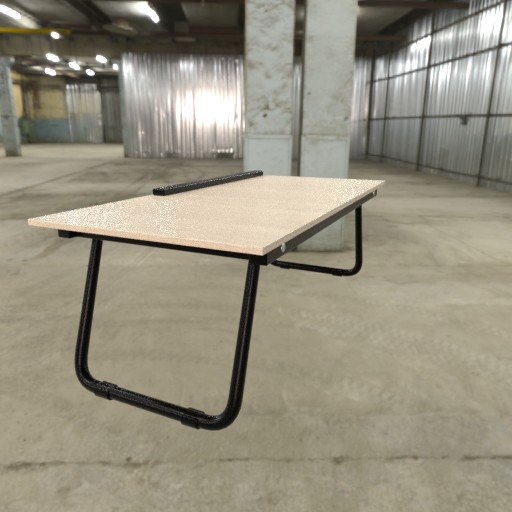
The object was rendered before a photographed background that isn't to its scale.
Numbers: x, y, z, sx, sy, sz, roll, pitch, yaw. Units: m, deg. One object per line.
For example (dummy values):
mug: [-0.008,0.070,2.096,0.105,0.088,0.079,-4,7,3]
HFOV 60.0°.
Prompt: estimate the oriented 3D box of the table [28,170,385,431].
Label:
table: [0.000,0.000,0.790,0.322,0.242,0.644,7,17,25]
